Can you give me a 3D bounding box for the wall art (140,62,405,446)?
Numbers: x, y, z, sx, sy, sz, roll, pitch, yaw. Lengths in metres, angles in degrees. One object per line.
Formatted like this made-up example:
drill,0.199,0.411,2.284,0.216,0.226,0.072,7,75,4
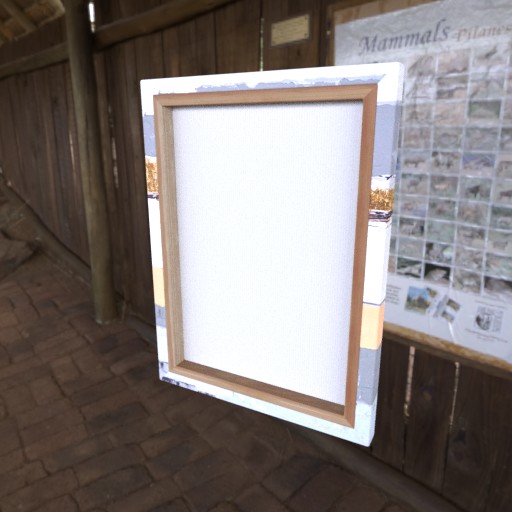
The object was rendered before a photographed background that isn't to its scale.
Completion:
wall art,0.000,0.000,0.794,0.456,0.609,0.038,8,17,27
